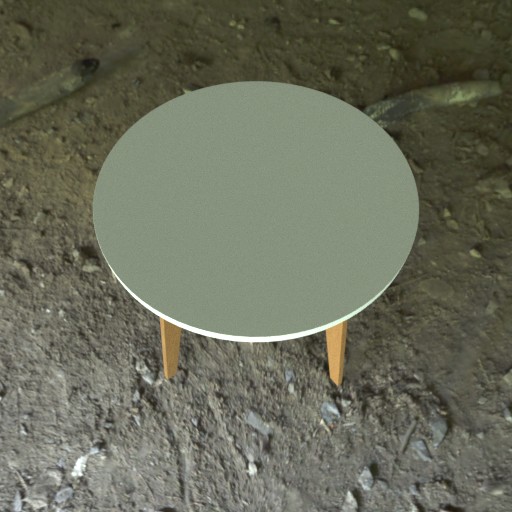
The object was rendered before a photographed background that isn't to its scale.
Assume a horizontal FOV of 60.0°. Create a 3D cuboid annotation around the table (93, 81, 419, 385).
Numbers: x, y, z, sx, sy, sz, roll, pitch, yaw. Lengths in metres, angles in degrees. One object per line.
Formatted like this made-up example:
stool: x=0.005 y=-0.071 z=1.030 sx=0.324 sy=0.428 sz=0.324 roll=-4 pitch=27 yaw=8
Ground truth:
table: x=0.000 y=0.000 z=1.563 sx=0.896 sy=0.762 sz=0.896 roll=0 pitch=59 yaw=0
